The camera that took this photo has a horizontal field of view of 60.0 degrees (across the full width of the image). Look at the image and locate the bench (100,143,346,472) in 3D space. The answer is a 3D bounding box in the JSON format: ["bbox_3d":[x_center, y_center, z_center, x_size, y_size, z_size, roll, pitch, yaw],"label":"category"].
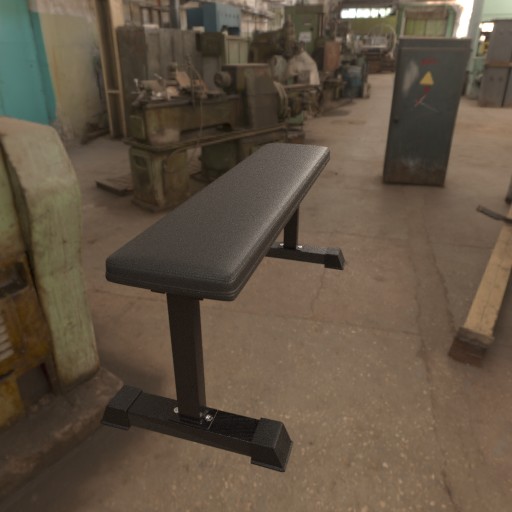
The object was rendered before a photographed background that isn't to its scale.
[{"bbox_3d":[0.000,0.000,1.302,0.439,0.453,1.072,8,27,16],"label":"bench"}]
